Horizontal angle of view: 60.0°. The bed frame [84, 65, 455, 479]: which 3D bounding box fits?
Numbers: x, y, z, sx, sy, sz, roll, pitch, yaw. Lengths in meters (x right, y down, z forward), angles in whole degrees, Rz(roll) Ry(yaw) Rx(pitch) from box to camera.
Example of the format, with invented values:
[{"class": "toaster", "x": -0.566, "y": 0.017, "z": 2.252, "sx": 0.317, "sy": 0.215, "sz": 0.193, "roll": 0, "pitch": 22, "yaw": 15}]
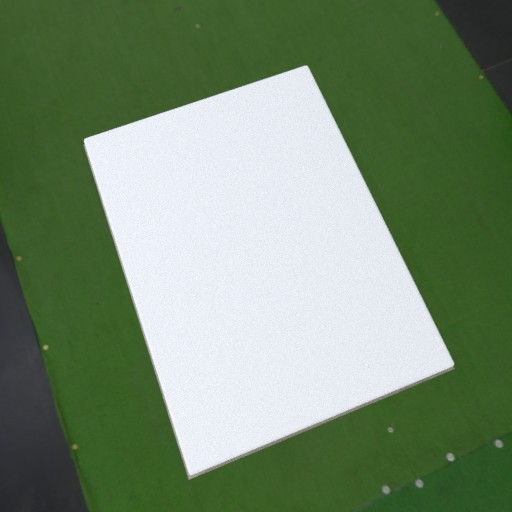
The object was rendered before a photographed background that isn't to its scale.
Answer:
[{"class": "bed frame", "x": 0.000, "y": 0.000, "z": 2.606, "sx": 1.448, "sy": 0.490, "sz": 1.944, "roll": -20, "pitch": 75, "yaw": -6}]
